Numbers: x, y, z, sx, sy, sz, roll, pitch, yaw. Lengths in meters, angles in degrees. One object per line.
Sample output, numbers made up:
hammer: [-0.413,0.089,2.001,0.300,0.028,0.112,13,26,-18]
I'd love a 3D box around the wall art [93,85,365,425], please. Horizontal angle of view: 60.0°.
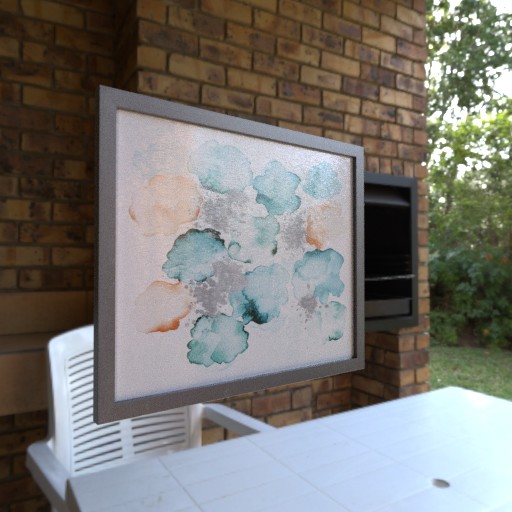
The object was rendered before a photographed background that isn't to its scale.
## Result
wall art: [0.000,0.000,0.932,0.660,0.558,0.026,1,-1,-36]
